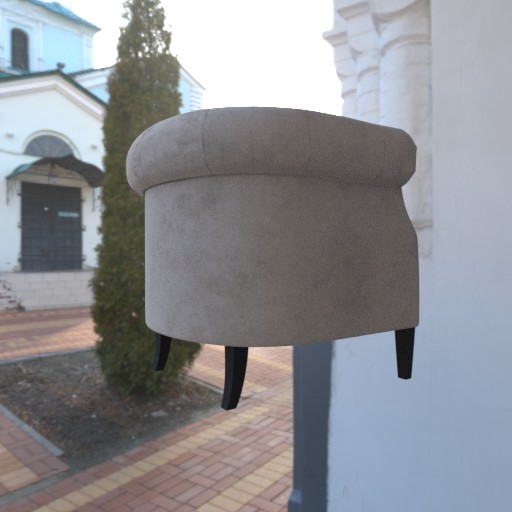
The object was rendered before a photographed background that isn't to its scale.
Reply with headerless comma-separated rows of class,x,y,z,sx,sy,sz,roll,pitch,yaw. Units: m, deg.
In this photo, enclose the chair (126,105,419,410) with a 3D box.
chair,0.000,0.000,1.562,0.851,0.826,0.904,0,1,-36
